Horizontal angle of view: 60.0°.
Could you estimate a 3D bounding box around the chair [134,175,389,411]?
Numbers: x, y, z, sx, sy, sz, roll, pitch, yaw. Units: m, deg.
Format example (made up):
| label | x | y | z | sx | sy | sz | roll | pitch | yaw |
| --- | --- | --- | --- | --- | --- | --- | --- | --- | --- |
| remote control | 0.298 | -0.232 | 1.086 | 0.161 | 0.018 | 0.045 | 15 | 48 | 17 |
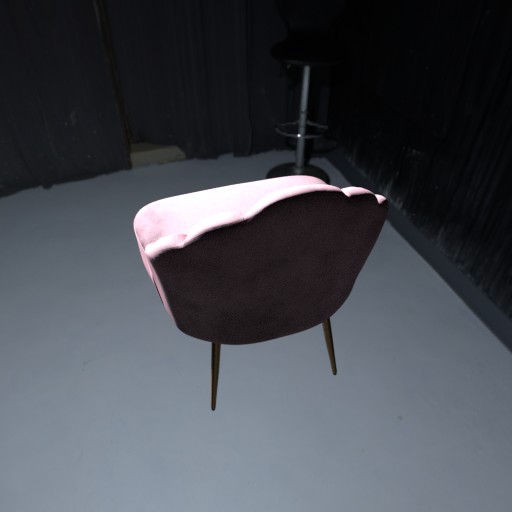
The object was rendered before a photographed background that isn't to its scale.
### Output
| label | x | y | z | sx | sy | sz | roll | pitch | yaw |
| --- | --- | --- | --- | --- | --- | --- | --- | --- | --- |
| chair | 0.000 | 0.000 | 1.318 | 0.657 | 0.819 | 0.599 | -12 | 43 | -13 |
